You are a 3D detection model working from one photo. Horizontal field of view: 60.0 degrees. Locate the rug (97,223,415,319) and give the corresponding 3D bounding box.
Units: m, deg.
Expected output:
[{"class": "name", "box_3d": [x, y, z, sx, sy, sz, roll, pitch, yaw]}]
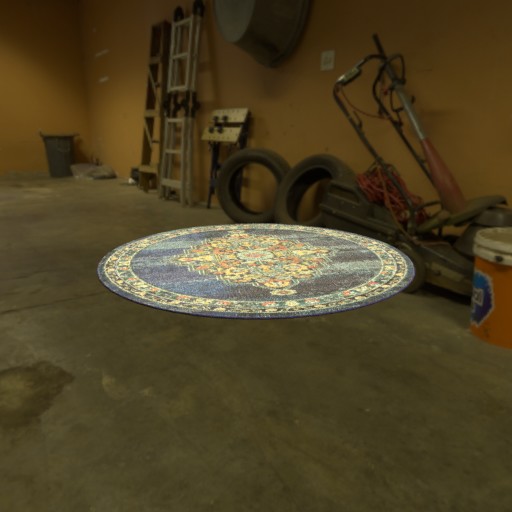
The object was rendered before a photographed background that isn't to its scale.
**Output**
[{"class": "rug", "box_3d": [0.000, 0.000, 2.340, 1.591, 0.010, 1.591, 0, 16, 0]}]
